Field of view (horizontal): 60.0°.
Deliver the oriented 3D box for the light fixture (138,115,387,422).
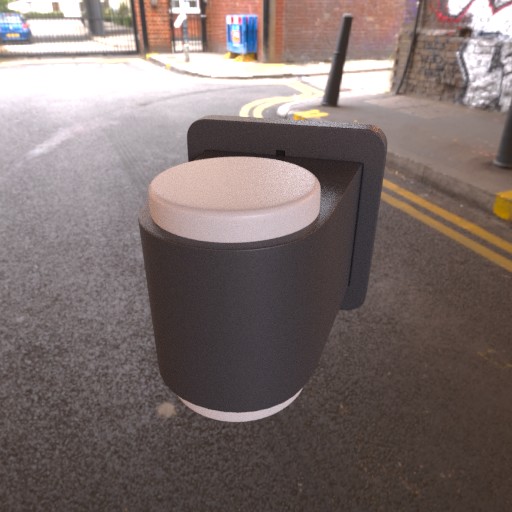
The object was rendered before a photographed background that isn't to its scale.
[{"bbox_3d":[0.000,0.000,0.217,0.109,0.109,0.132,8,29,15],"label":"light fixture"}]
